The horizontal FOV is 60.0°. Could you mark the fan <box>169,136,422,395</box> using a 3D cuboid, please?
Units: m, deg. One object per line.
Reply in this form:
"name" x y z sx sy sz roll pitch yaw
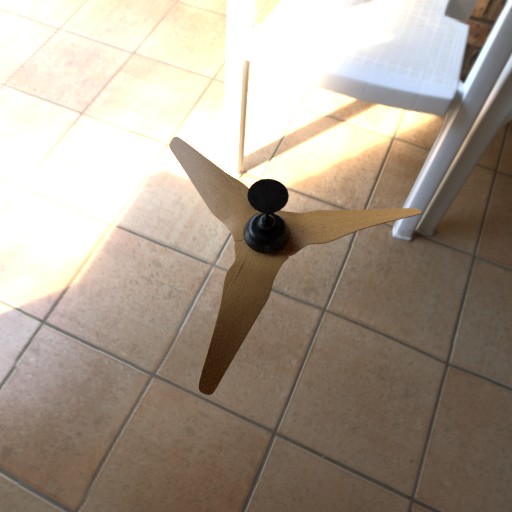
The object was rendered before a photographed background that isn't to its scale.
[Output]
"fan" 0.000 0.000 1.630 1.142 0.355 1.010 16 64 8
